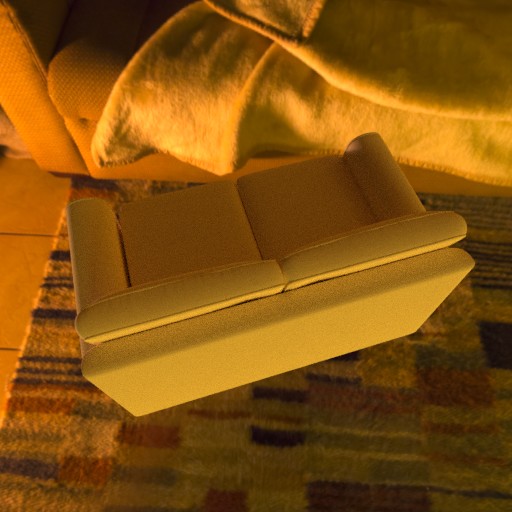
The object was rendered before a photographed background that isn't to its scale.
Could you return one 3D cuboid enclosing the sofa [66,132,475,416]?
[{"bbox_3d":[0.000,0.000,2.252,1.727,0.940,0.991,-15,61,-8],"label":"sofa"}]
